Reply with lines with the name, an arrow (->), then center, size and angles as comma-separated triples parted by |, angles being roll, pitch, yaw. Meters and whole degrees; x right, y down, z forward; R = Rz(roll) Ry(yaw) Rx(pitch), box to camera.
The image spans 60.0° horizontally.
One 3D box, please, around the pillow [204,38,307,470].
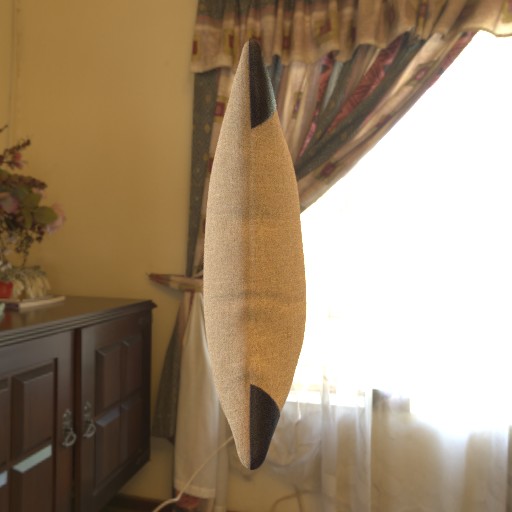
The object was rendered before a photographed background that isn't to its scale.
pillow -> 0.000, 0.000, 0.662 | 0.147, 0.441, 0.440 | 0, 0, -1
